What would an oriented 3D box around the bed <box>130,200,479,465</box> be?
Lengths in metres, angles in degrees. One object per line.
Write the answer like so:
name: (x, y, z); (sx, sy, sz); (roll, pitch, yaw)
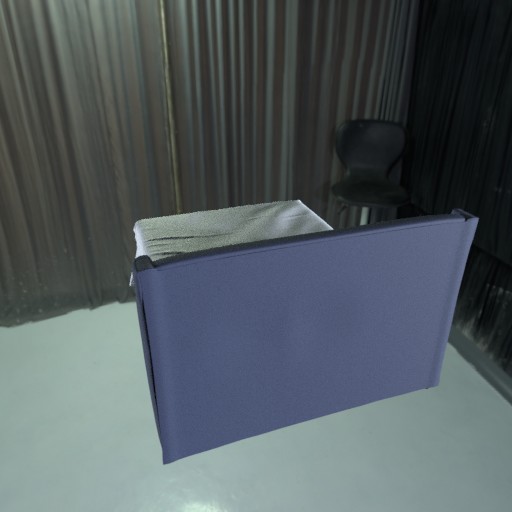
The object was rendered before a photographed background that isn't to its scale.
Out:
bed: (0.000, 0.000, 3.460); (1.925, 1.332, 2.276); (-9, 29, -17)
